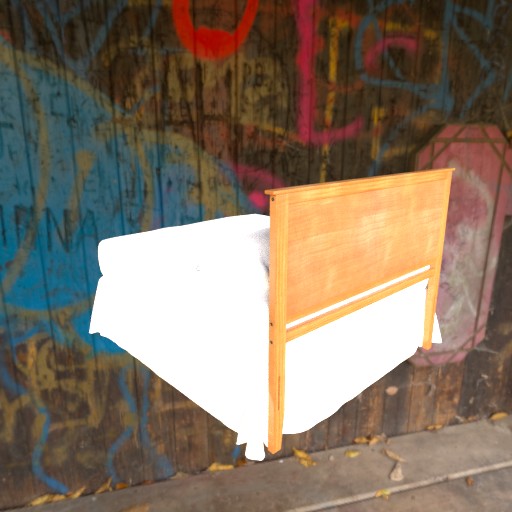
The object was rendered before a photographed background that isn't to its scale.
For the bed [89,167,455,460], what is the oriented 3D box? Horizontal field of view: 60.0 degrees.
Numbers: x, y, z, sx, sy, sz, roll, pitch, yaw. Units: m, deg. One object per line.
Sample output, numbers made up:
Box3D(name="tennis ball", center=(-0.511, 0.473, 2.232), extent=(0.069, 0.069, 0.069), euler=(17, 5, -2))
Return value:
Box3D(name="bed", center=(0.000, 0.000, 3.186), extent=(1.870, 1.273, 2.035), euler=(-14, 21, -41))
